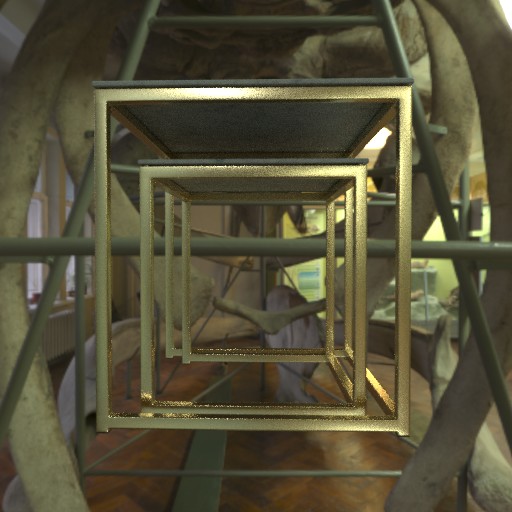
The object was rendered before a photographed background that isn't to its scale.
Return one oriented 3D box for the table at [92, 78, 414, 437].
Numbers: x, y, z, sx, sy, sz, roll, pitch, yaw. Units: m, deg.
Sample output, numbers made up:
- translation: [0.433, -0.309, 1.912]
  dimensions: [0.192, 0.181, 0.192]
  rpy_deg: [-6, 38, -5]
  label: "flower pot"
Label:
- translation: [0.000, 0.000, 0.846]
  dimensions: [0.450, 0.500, 0.450]
  rpy_deg: [0, 1, 2]
  label: "table"
